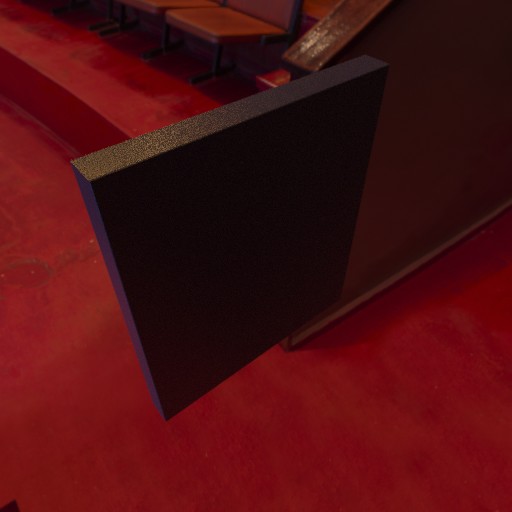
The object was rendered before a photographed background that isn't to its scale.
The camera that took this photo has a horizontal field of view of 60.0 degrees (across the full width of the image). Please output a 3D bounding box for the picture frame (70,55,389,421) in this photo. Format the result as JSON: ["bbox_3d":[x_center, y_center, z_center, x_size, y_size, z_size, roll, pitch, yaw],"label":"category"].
[{"bbox_3d":[0.000,0.000,0.526,0.328,0.378,0.034,-30,52,-27],"label":"picture frame"}]
